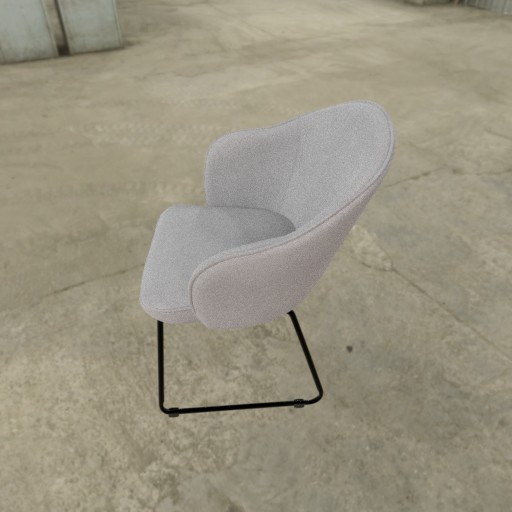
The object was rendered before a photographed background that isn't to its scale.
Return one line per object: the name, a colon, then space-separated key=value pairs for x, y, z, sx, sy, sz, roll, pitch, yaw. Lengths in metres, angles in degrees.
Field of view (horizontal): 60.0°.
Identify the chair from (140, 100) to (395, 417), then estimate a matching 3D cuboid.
chair: x=0.000 y=0.000 z=1.233 sx=0.592 sy=0.817 sz=0.570 roll=-1 pitch=41 yaw=-1
